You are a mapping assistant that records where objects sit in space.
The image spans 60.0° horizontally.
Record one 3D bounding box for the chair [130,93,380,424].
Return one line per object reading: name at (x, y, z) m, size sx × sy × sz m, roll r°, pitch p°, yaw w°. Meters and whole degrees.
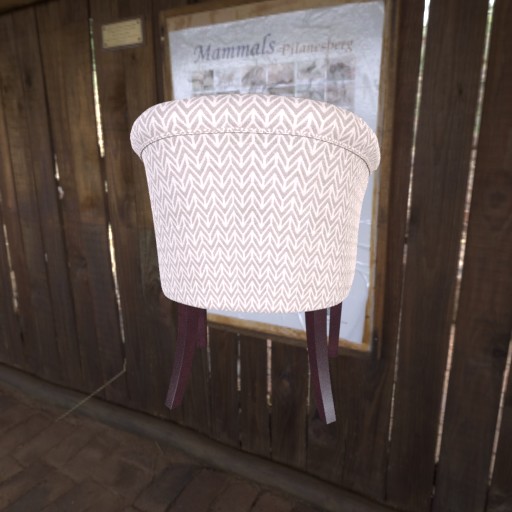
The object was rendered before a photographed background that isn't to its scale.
chair at (0.000, 0.000, 1.311) m, size 0.686 × 0.858 × 0.613 m, roll 2°, pitch 15°, yaw 9°
